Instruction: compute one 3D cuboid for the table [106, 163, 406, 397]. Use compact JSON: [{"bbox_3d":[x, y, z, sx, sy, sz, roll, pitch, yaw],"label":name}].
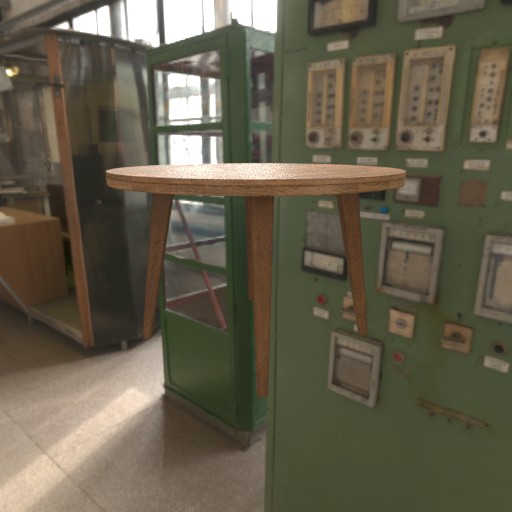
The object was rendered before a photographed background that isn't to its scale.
[{"bbox_3d":[0.000,0.000,1.977,1.213,0.764,1.213,0,14,0],"label":"table"}]
